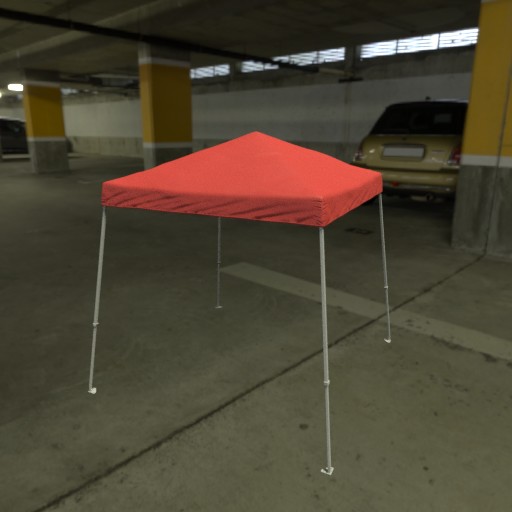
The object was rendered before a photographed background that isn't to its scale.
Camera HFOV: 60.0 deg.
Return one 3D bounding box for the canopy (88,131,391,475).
[{"bbox_3d":[0.000,0.000,5.268,2.849,2.849,2.848,8,18,25],"label":"canopy"}]
